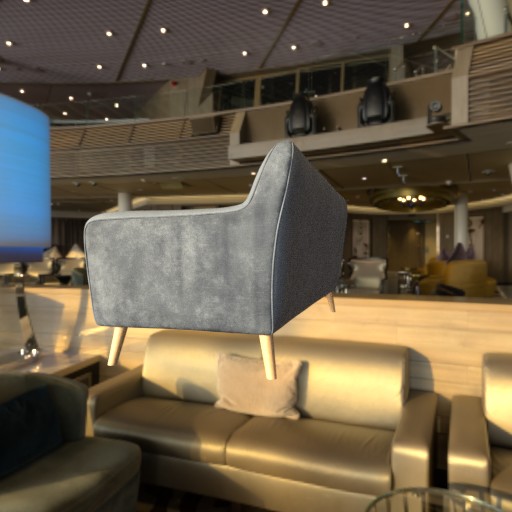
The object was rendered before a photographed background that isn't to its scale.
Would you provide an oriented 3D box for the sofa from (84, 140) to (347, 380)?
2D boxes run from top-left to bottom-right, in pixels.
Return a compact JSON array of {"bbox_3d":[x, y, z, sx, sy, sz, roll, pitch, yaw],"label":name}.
[{"bbox_3d":[0.000,0.000,2.471,0.841,0.832,1.975,0,1,17],"label":"sofa"}]
